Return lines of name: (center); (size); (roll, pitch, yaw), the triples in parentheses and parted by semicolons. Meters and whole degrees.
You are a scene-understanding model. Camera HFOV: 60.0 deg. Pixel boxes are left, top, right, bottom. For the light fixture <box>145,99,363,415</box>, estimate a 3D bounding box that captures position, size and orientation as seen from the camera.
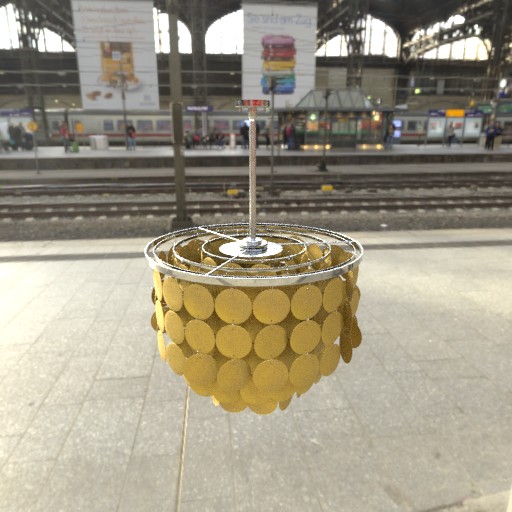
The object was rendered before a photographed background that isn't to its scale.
light fixture: (0.000, 0.000, 0.743); (0.368, 0.492, 0.368); (0, 16, 0)
